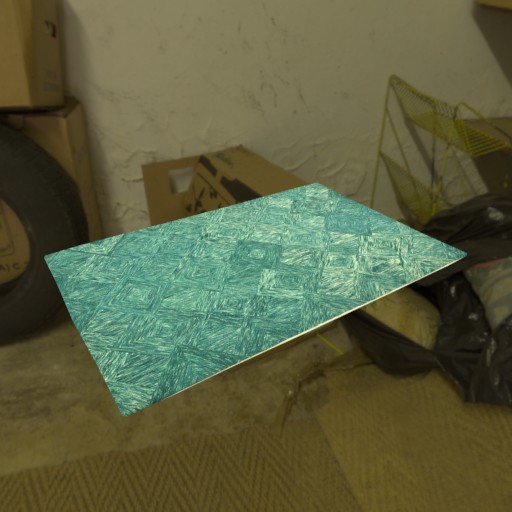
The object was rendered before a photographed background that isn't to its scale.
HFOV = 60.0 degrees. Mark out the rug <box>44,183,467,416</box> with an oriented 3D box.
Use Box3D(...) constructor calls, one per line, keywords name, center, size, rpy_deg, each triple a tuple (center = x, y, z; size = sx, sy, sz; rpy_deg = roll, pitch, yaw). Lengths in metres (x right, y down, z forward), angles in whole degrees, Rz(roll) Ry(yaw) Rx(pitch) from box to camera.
Box3D(name="rug", center=(0.000, 0.000, 2.145), size=(1.728, 0.017, 1.136), rpy_deg=(-19, 36, -28))
